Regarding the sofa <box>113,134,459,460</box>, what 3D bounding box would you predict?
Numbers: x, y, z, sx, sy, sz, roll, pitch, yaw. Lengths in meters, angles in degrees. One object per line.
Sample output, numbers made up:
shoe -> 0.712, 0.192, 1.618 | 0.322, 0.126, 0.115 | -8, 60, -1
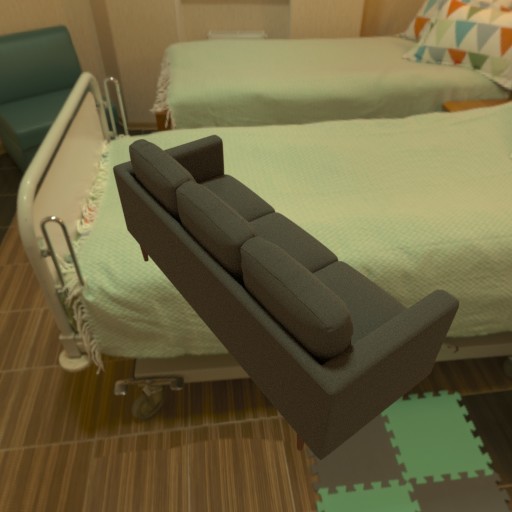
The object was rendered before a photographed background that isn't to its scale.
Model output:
sofa -> 0.000, 0.000, 2.535 | 0.802, 0.912, 2.029 | -26, 47, -26
